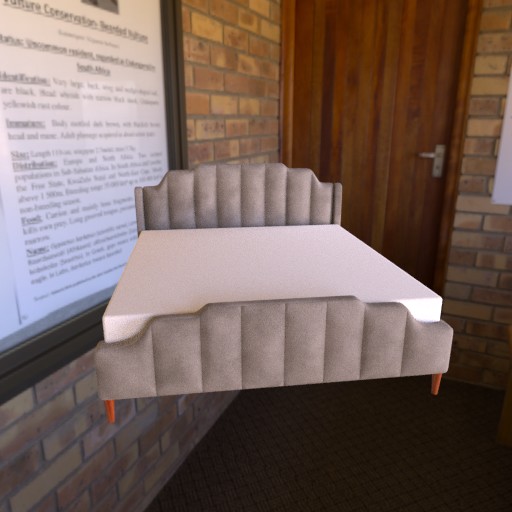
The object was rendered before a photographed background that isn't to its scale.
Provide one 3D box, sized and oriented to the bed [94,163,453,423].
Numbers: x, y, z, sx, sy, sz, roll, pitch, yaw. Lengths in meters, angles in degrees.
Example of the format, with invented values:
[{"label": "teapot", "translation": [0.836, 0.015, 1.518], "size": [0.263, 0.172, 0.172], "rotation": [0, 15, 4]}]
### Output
[{"label": "bed", "translation": [0.000, 0.000, 3.524], "size": [2.074, 1.245, 2.340], "rotation": [-2, 17, -8]}]
